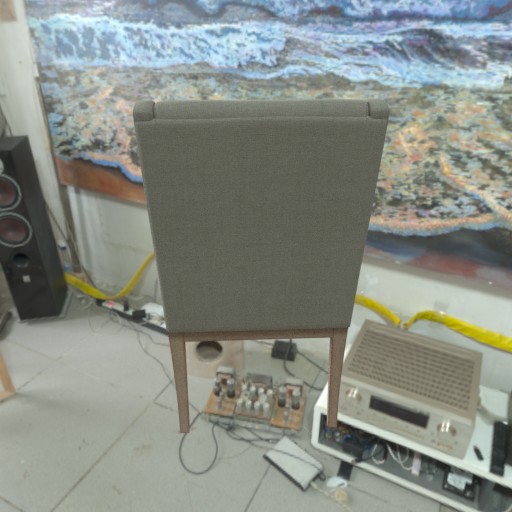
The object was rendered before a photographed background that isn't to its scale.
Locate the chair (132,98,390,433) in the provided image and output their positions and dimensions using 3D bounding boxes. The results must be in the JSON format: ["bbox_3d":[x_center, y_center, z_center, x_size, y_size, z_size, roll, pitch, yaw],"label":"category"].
[{"bbox_3d":[0.000,0.000,1.389,0.575,1.021,0.611,-1,29,-2],"label":"chair"}]
